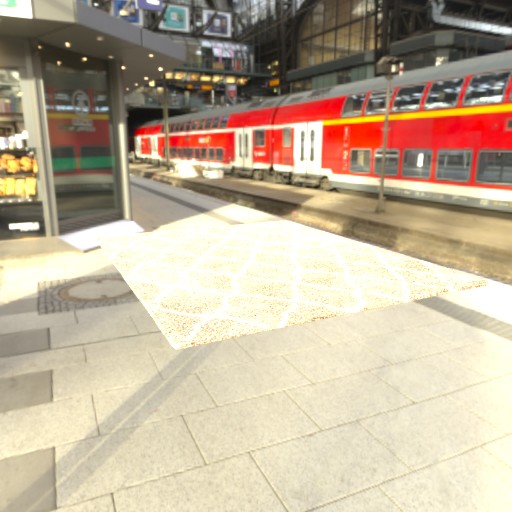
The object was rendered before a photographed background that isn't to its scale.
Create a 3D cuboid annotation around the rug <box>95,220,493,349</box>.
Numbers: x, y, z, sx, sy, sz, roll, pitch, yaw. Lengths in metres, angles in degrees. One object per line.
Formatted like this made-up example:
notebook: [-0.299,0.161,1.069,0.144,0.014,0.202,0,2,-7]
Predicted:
rug: [0.000,0.000,4.077,2.438,0.029,3.047,-7,16,-26]
